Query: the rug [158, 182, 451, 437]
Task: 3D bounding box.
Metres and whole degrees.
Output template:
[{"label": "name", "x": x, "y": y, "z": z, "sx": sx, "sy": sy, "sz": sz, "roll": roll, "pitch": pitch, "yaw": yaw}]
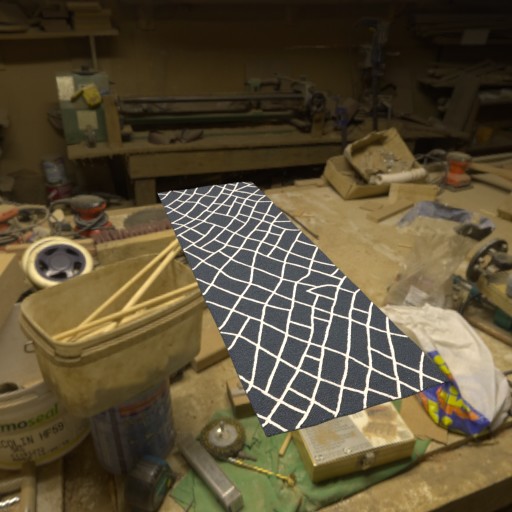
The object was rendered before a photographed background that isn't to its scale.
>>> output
[{"label": "rug", "x": 0.000, "y": 0.000, "z": 2.671, "sx": 0.807, "sy": 0.010, "sz": 2.476, "roll": -10, "pitch": 31, "yaw": -17}]
